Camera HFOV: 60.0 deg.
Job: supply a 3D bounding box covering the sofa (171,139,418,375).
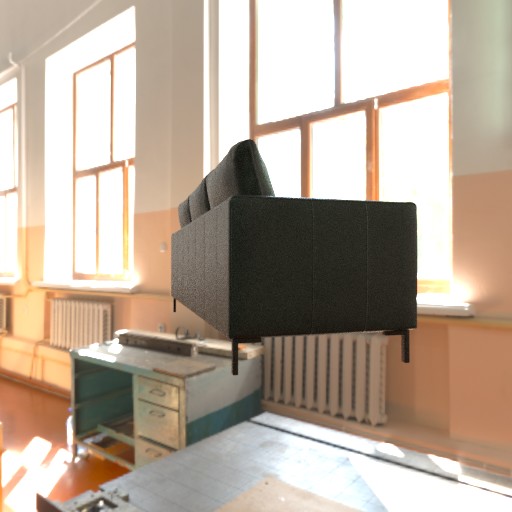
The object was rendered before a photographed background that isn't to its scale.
[{"bbox_3d":[0.000,0.000,2.466,0.748,0.805,2.029,0,-1,-16],"label":"sofa"}]
